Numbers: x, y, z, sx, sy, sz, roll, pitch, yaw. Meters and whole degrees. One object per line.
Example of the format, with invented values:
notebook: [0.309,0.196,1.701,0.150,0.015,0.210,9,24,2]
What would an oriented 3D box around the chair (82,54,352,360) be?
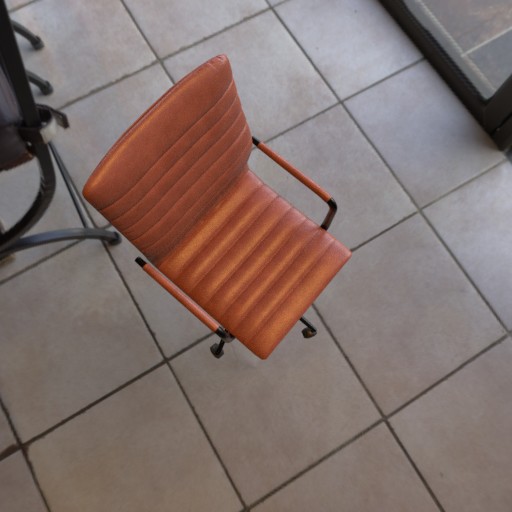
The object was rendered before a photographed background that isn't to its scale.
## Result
chair: [0.000,0.000,1.253,0.578,0.878,0.600,40,79,9]
